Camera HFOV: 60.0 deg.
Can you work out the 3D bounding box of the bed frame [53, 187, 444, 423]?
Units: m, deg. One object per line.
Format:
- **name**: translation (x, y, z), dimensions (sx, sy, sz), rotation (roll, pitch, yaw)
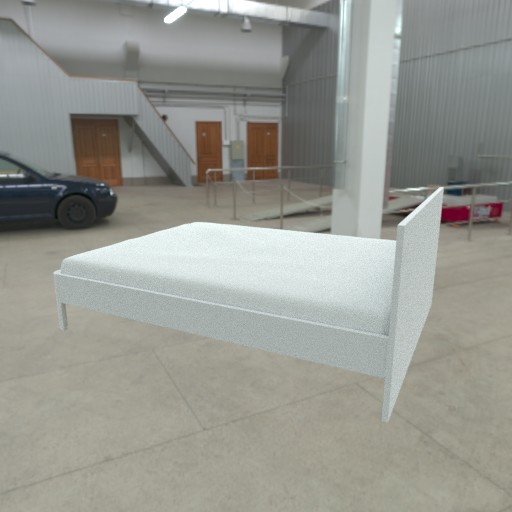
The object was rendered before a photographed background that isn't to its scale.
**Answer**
- **bed frame**: translation (0.000, 0.000, 2.741), dimensions (1.950, 0.800, 1.490), rotation (7, 16, 26)
